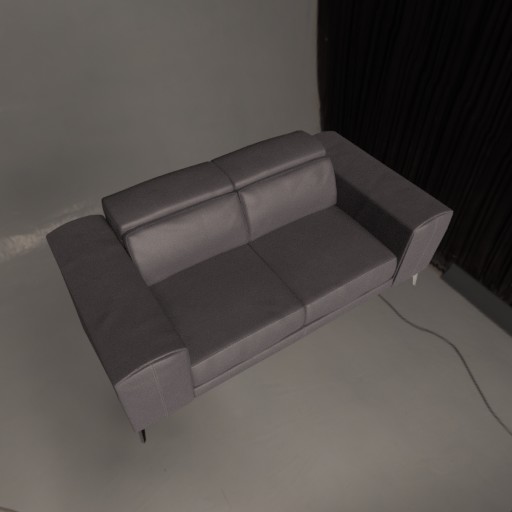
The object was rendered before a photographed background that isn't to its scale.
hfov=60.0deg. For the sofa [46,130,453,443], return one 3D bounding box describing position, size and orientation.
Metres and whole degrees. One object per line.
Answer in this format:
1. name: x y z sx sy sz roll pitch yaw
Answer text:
1. sofa: 0.000 0.000 2.434 1.895 0.779 1.003 -25 50 -22
